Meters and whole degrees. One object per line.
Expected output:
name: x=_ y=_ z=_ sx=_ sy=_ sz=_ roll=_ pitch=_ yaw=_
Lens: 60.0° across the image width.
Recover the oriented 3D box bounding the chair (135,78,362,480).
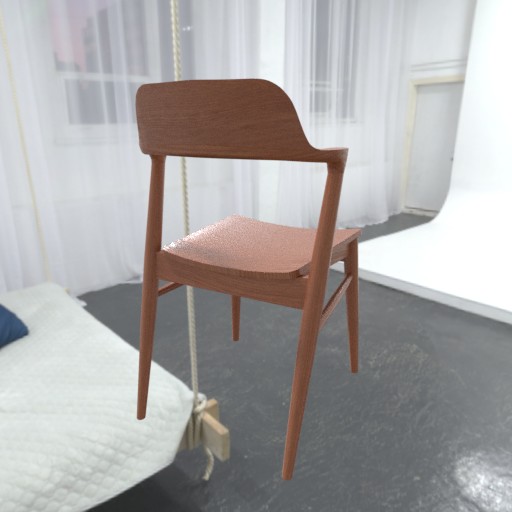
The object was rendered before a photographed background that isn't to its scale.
chair: x=0.000 y=0.000 z=1.128 sx=0.496 sy=0.801 sz=0.499 roll=9 pitch=19 yaw=27
